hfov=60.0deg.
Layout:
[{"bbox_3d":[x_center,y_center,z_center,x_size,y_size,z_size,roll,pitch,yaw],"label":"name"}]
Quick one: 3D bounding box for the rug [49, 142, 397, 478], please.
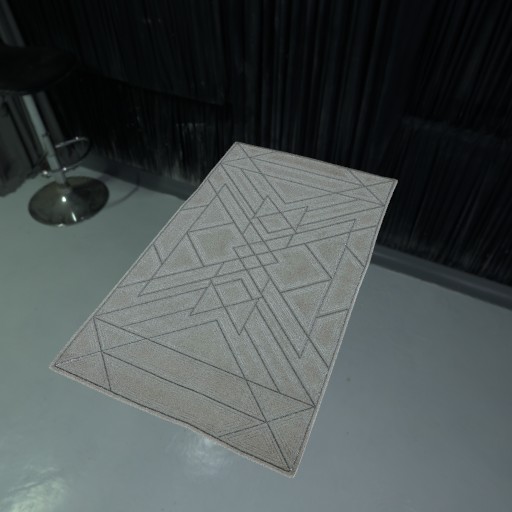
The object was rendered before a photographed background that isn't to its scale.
[{"bbox_3d":[0.000,0.000,1.066,0.511,0.008,0.869,18,49,16],"label":"rug"}]
